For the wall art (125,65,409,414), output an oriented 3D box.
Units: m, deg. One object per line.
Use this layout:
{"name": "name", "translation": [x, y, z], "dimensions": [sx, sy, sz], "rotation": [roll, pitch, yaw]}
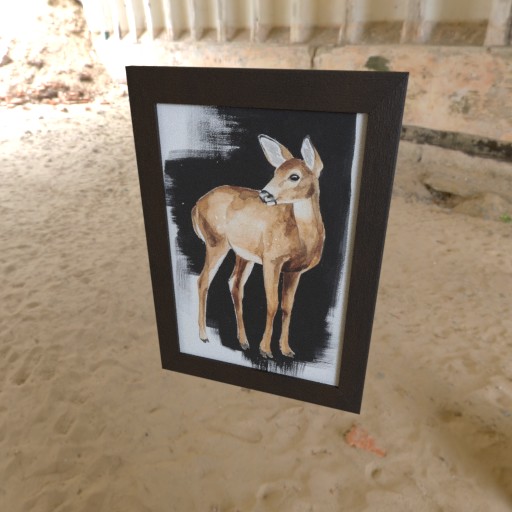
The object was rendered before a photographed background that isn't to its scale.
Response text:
{"name": "wall art", "translation": [0.000, 0.000, 0.658], "dimensions": [0.359, 0.513, 0.017], "rotation": [8, 28, 16]}
